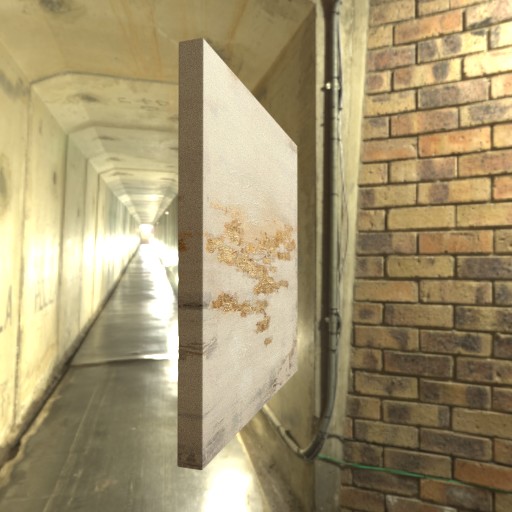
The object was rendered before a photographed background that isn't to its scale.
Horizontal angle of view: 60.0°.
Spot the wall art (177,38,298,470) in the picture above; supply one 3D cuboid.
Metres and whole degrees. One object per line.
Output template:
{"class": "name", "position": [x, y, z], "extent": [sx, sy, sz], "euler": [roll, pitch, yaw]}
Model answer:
{"class": "wall art", "position": [0.000, 0.000, 0.923], "extent": [0.040, 0.613, 0.611], "euler": [0, -1, 18]}
